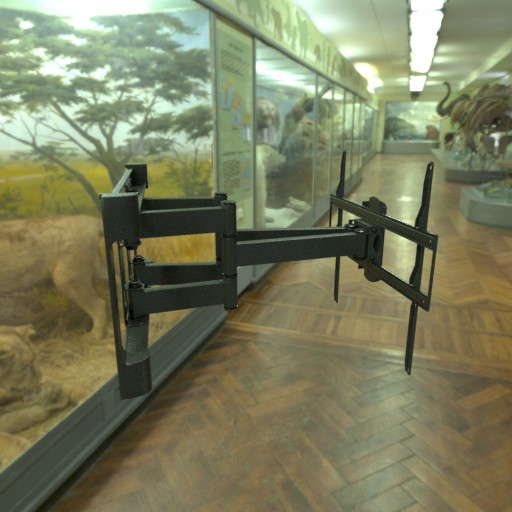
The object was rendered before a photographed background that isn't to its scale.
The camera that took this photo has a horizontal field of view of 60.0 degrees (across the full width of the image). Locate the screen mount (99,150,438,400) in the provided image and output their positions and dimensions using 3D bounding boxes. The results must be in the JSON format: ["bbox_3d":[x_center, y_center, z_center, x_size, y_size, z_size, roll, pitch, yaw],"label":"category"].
[{"bbox_3d":[0.000,0.000,0.964,0.556,0.424,0.571,-3,17,-11],"label":"screen mount"}]
